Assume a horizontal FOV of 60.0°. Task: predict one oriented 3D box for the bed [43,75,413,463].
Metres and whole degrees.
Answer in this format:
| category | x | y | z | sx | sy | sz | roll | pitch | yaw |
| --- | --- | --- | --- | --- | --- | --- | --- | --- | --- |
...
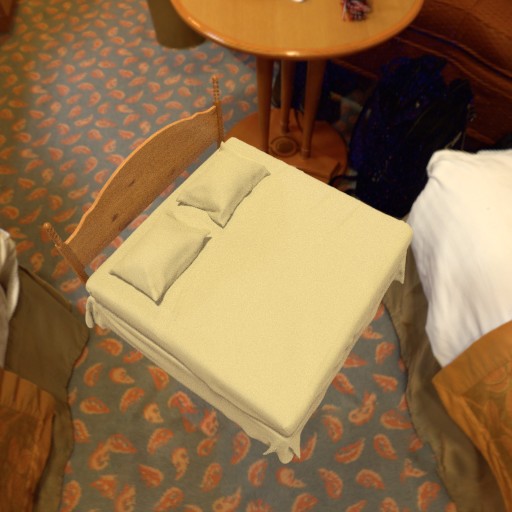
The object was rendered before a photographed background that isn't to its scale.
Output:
| category | x | y | z | sx | sy | sz | roll | pitch | yaw |
| --- | --- | --- | --- | --- | --- | --- | --- | --- | --- |
| bed | 0.000 | 0.000 | 3.637 | 2.219 | 1.355 | 2.322 | 31 | 64 | 17 |
